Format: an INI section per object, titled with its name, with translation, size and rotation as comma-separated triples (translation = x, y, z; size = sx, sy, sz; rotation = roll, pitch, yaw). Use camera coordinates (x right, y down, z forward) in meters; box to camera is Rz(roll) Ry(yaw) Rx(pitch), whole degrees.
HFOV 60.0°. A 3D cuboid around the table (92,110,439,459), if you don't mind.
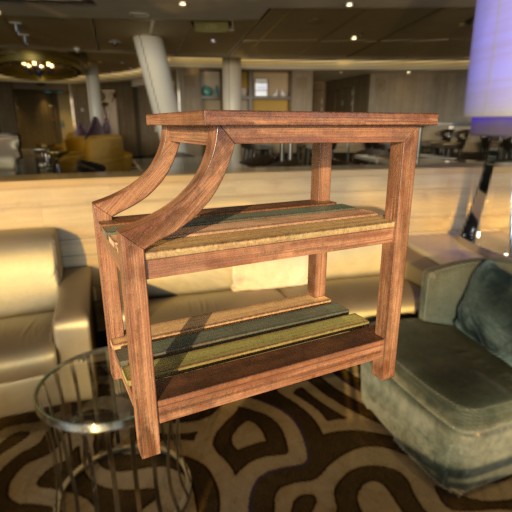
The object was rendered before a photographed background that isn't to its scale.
[table]
translation = 0.000, 0.000, 0.955
size = 0.609, 0.584, 0.356
rotation = -8, 18, -26
